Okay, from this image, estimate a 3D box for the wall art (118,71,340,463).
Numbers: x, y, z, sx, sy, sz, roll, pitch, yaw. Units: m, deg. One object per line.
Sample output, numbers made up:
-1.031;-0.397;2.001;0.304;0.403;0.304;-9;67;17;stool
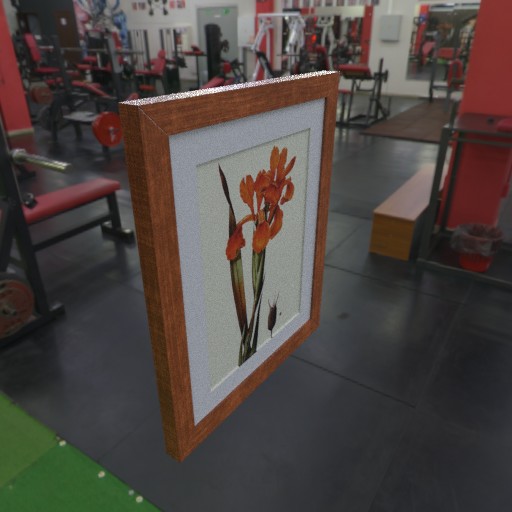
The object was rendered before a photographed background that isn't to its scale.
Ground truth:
0.000;0.000;0.777;0.033;0.567;0.467;19;33;32;wall art
